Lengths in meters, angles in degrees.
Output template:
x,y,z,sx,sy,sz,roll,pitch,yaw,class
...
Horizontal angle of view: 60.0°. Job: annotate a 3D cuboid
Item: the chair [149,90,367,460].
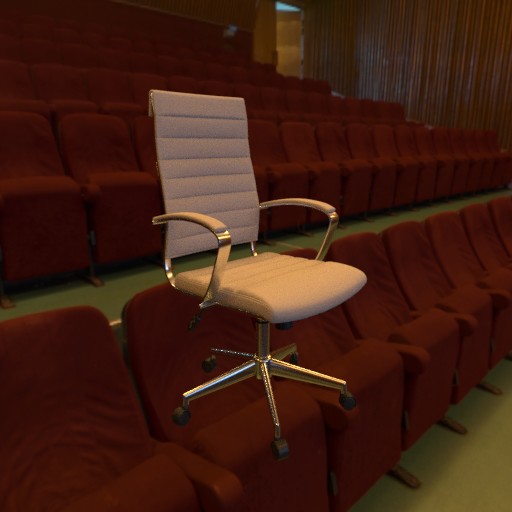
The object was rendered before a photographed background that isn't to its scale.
x,y,z,sx,sy,sz,roll,pitch,yaw,class
0.000,0.000,1.607,0.679,1.149,0.667,-14,20,-43,chair
